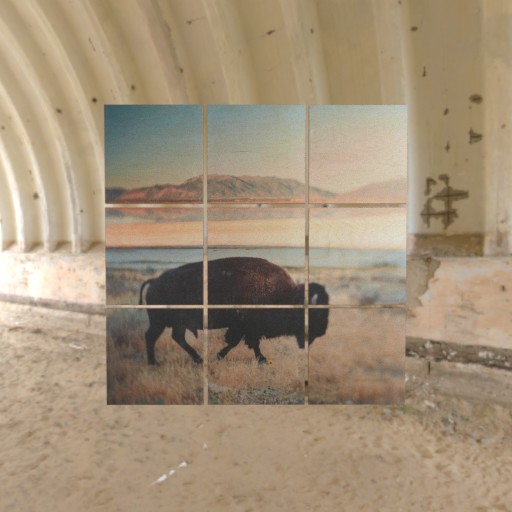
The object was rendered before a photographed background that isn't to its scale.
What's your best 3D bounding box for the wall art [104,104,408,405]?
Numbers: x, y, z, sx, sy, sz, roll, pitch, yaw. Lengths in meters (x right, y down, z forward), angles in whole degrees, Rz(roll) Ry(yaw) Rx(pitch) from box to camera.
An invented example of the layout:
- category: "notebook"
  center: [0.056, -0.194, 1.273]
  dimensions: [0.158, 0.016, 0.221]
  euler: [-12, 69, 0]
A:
- category: "wall art"
  center: [0.000, 0.000, 1.808]
  dimensions: [1.221, 1.218, 0.019]
  euler: [0, 1, 0]
